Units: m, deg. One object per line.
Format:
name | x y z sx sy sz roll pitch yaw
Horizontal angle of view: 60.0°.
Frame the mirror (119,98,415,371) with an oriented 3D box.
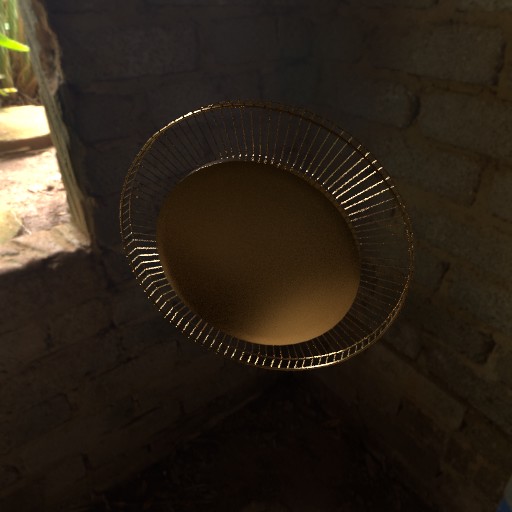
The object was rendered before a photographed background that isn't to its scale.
mirror | 0.000 0.000 1.044 0.703 0.703 0.067 9 33 15
